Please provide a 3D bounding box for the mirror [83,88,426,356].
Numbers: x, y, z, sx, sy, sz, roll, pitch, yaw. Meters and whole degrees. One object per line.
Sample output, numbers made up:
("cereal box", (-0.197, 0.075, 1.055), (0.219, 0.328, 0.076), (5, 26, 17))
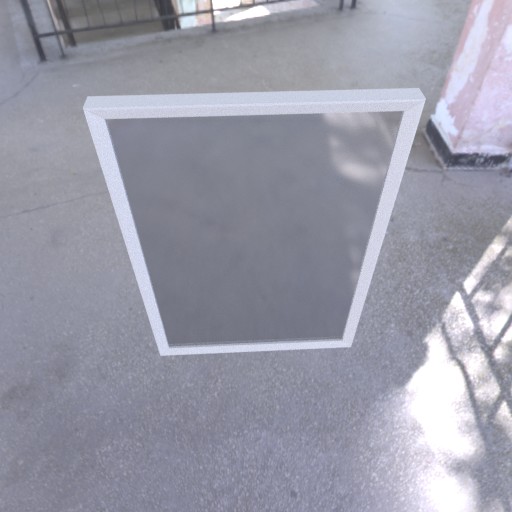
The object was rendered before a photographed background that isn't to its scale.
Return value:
("mirror", (0.000, 0.000, 0.929), (0.507, 0.710, 0.039), (-2, 48, -2))
